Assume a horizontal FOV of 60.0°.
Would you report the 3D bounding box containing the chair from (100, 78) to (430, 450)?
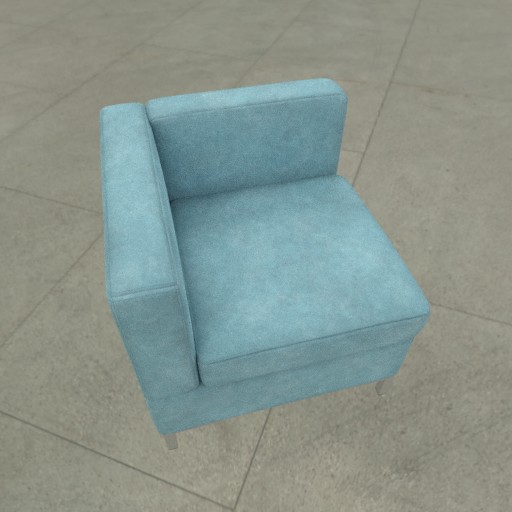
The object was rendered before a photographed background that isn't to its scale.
[{"bbox_3d":[0.000,0.000,1.209,0.684,0.660,0.691,-11,47,-10],"label":"chair"}]
